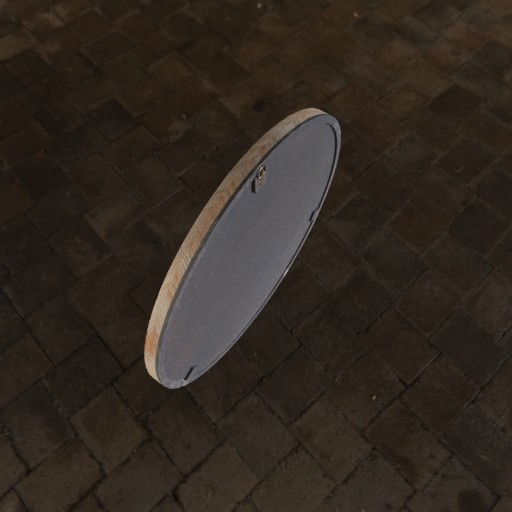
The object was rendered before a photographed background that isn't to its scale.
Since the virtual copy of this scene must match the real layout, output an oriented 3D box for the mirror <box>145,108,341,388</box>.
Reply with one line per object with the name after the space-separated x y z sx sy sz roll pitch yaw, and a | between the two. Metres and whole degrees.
0.000 0.000 1.052 0.038 0.710 0.710 32 67 15 | mirror
